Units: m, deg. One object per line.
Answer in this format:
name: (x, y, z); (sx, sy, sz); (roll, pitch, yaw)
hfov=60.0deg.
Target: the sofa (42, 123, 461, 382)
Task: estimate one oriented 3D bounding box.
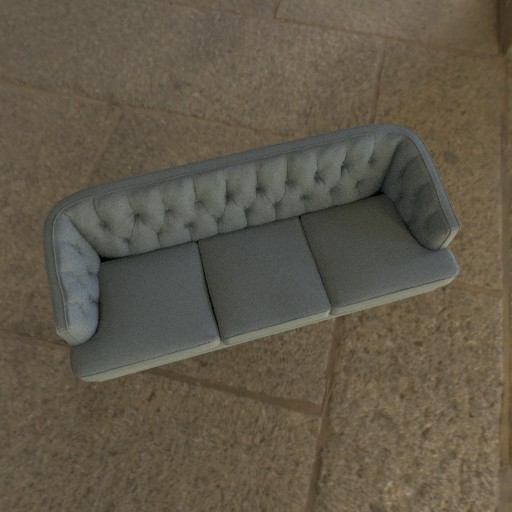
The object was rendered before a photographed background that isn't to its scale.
sofa: (0.000, 0.000, 2.690); (2.278, 0.855, 0.941); (-14, 66, -7)
